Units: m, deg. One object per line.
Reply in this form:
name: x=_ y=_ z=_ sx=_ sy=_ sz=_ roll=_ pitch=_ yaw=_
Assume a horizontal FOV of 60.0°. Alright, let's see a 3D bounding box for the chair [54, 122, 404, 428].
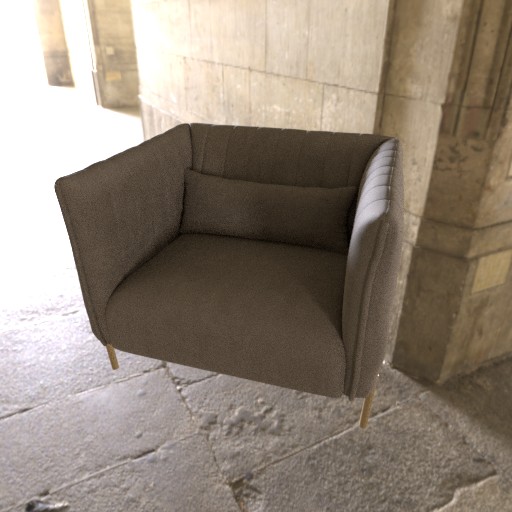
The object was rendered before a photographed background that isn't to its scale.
chair: x=0.000 y=0.000 z=1.624 sx=0.981 sy=0.779 sz=0.873 roll=8 pitch=29 yaw=15
